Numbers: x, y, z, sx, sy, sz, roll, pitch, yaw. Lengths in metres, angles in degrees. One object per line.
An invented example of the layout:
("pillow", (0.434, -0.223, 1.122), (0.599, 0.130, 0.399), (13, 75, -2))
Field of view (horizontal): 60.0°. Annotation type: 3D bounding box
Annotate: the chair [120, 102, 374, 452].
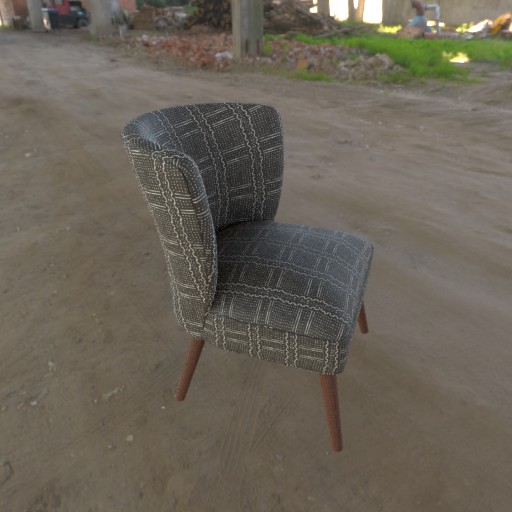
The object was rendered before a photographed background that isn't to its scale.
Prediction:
("chair", (0.000, 0.000, 1.454), (0.758, 0.866, 0.710), (10, 31, 17))
